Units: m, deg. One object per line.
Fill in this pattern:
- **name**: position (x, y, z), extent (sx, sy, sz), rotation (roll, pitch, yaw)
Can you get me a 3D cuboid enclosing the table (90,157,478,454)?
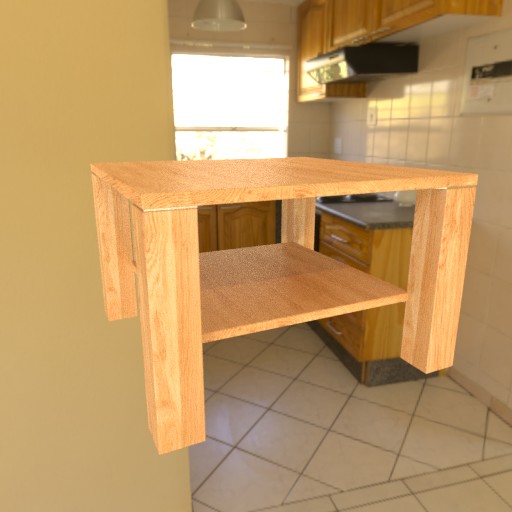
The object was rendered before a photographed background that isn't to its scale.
- **table**: position (0.000, 0.000, 1.148), extent (0.700, 0.450, 0.700), rotation (-7, 17, -24)
